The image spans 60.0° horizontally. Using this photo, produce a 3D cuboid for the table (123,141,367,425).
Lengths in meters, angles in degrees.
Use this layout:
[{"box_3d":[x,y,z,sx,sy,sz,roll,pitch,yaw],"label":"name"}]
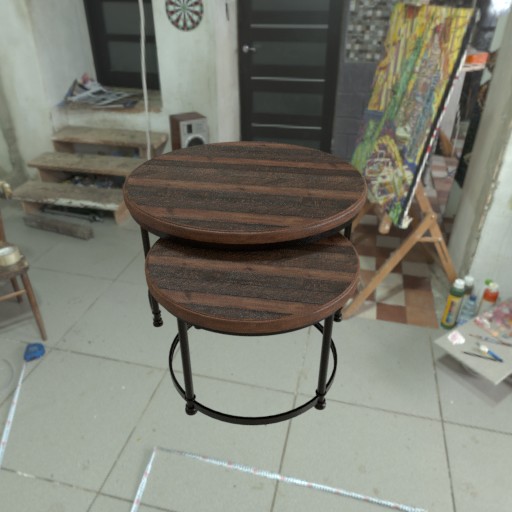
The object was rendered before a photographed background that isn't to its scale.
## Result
[{"box_3d":[0.000,0.000,1.634,0.870,0.516,1.152,-8,32,-13],"label":"table"}]
